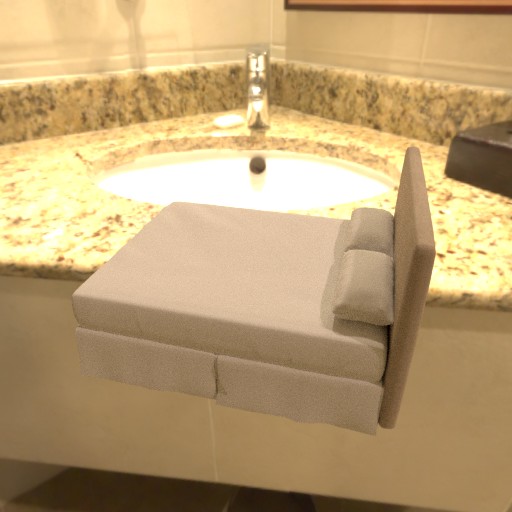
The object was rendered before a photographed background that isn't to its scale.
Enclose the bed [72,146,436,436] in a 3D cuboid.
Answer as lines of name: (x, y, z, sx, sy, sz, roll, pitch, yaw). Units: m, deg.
bed: (0.000, 0.000, 3.238, 2.162, 1.330, 1.713, 8, 31, 13)
